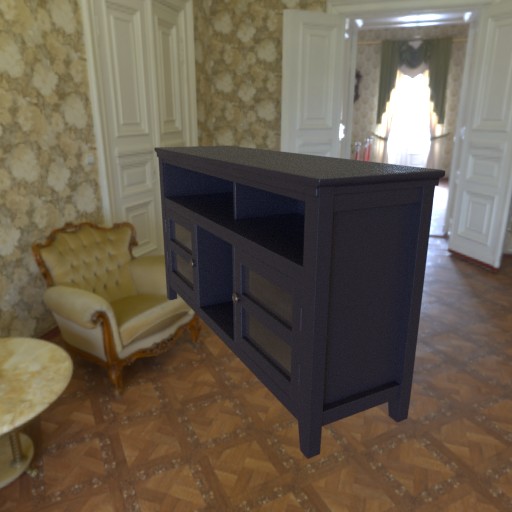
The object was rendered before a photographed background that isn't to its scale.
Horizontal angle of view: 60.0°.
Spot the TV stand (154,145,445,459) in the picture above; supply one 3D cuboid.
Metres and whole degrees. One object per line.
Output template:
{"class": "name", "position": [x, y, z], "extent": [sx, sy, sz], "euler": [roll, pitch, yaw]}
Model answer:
{"class": "TV stand", "position": [0.000, 0.000, 1.537], "extent": [0.347, 0.681, 1.198], "euler": [-9, 19, -26]}
